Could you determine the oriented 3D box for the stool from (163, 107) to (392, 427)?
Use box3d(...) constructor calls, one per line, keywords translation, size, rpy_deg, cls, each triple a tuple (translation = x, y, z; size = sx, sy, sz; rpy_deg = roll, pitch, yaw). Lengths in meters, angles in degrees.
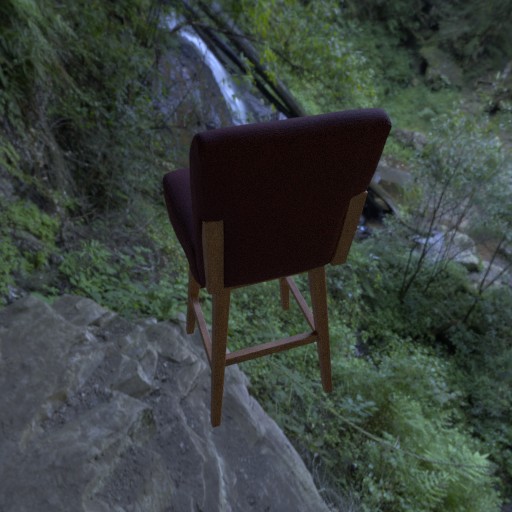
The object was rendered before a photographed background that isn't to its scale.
box3d(translation=(0.000, 0.000, 1.383), size=(0.468, 1.093, 0.562), rpy_deg=(-12, 42, -14), cls="stool")
